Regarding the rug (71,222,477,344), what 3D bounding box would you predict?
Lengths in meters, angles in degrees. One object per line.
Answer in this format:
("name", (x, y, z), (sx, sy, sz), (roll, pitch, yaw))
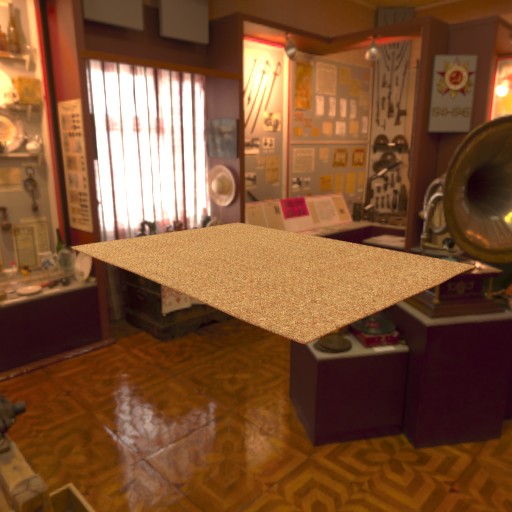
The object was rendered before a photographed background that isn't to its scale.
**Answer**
("rug", (0.000, 0.000, 2.809), (1.566, 0.013, 2.141), (-12, 18, -42))
